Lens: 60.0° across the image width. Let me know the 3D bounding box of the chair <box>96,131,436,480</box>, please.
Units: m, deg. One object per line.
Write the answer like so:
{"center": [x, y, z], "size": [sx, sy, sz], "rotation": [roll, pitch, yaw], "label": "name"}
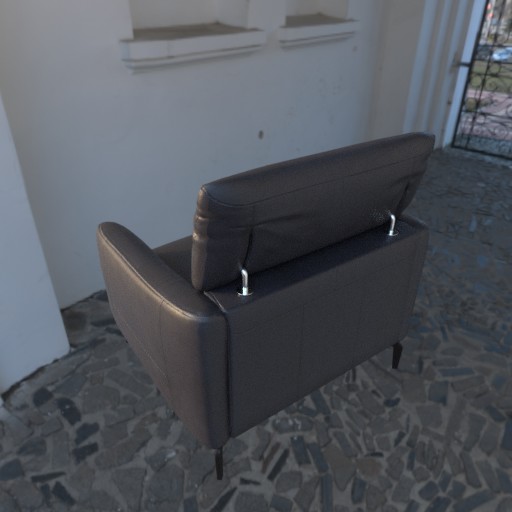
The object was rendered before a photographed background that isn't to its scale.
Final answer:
{"center": [0.000, 0.000, 1.616], "size": [0.976, 0.949, 0.809], "rotation": [-20, 36, -30], "label": "chair"}
